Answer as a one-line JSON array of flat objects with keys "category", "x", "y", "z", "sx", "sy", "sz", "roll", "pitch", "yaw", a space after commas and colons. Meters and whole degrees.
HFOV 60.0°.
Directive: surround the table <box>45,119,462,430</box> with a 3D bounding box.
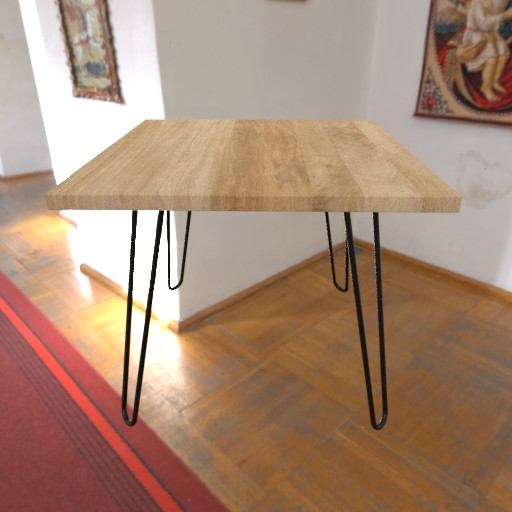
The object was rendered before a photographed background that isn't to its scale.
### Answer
[{"category": "table", "x": 0.000, "y": 0.000, "z": 1.012, "sx": 0.599, "sy": 0.500, "sz": 0.599, "roll": 1, "pitch": 27, "yaw": 1}]
